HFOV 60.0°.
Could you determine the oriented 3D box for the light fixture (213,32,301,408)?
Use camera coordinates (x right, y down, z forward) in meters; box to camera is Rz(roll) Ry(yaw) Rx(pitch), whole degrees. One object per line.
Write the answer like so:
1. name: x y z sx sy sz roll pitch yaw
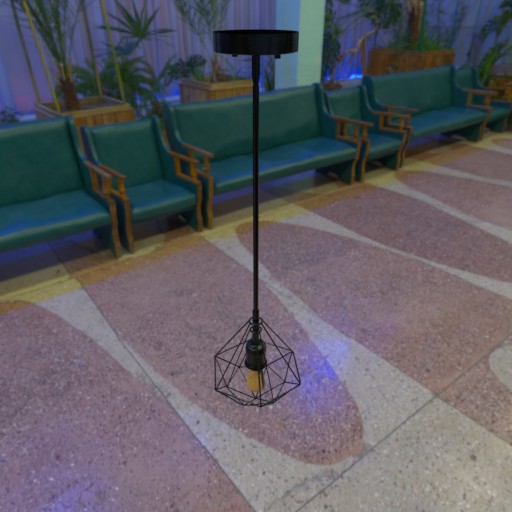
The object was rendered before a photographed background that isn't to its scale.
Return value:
1. light fixture: 0.000 0.000 1.951 0.487 1.764 0.431 -19 35 -30
